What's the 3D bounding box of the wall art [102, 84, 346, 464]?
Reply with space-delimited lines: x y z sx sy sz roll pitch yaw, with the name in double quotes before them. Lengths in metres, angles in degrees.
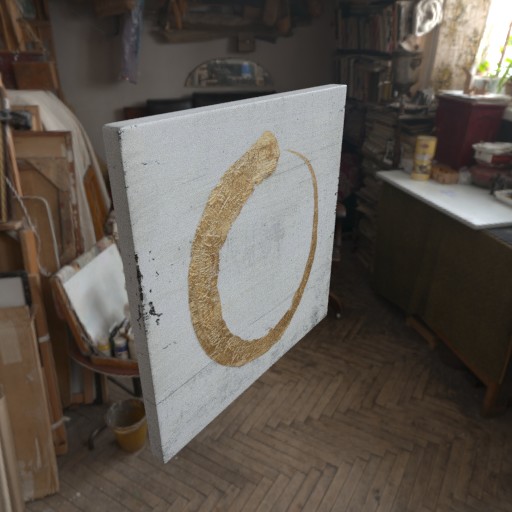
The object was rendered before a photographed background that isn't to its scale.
"wall art" 0.000 0.000 0.908 0.040 0.611 0.610 19 33 33
